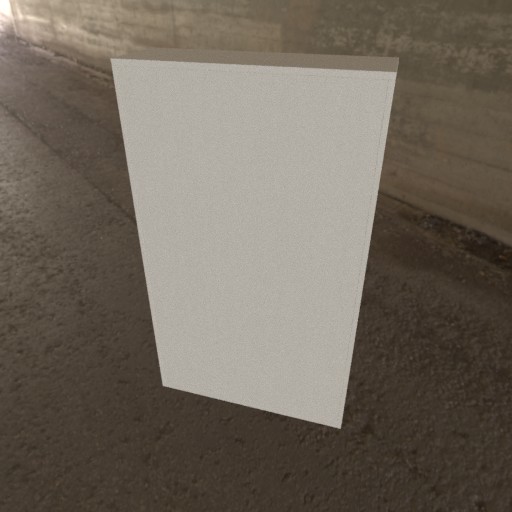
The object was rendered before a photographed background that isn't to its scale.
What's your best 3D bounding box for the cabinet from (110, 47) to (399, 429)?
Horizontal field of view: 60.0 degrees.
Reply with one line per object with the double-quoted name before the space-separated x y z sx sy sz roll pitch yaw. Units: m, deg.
"cabinet" 0.000 0.000 1.552 0.750 1.280 0.250 9 33 14
